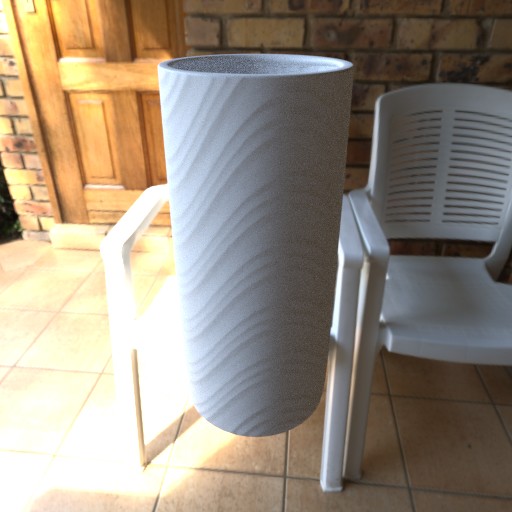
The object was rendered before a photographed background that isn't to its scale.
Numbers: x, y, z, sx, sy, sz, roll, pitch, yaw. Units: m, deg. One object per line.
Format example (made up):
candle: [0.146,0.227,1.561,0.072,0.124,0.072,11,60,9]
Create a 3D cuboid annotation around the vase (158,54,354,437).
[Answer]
vase: [0.000,0.000,0.392,0.143,0.316,0.143,0,29,0]
